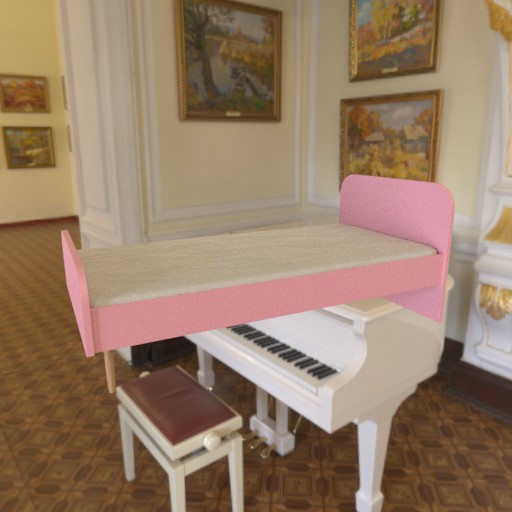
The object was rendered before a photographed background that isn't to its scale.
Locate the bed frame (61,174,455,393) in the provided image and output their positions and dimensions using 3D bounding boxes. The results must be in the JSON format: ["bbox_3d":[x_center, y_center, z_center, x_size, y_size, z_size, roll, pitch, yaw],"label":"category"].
[{"bbox_3d":[0.000,0.000,2.528,1.963,0.805,0.998,-7,16,-26],"label":"bed frame"}]
